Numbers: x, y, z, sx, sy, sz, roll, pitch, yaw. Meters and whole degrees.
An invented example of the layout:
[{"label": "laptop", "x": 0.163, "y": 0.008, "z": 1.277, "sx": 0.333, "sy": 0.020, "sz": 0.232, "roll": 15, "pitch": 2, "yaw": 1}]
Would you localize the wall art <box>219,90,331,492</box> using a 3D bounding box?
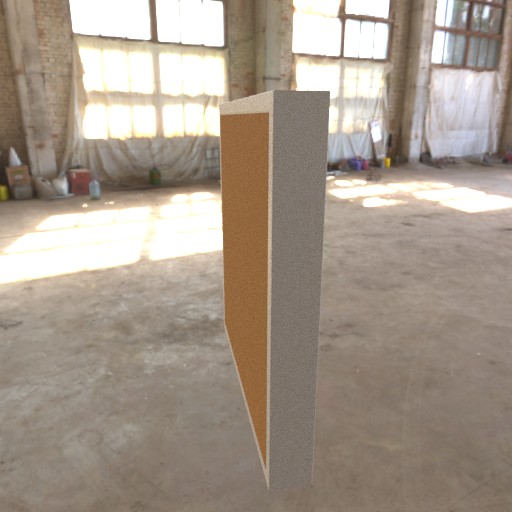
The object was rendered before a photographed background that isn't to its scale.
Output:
[{"label": "wall art", "x": 0.000, "y": 0.000, "z": 0.459, "sx": 0.037, "sy": 0.305, "sz": 0.305, "roll": -3, "pitch": 18, "yaw": -10}]
